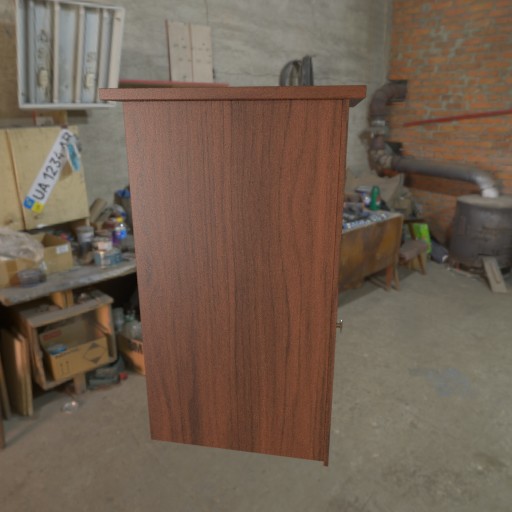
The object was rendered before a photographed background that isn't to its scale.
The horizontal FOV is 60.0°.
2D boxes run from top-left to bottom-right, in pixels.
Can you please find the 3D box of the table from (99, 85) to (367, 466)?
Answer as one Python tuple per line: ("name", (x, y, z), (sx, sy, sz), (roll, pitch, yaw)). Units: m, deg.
("table", (0.000, 0.000, 0.933), (0.381, 0.636, 0.480), (3, 17, 10))
